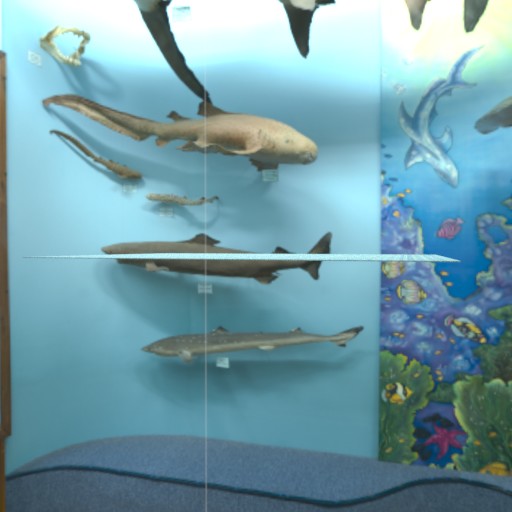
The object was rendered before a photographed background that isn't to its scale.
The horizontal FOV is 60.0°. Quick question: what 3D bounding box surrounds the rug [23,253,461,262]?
[{"bbox_3d":[0.000,0.000,3.683,2.895,0.006,1.982,0,1,19],"label":"rug"}]
